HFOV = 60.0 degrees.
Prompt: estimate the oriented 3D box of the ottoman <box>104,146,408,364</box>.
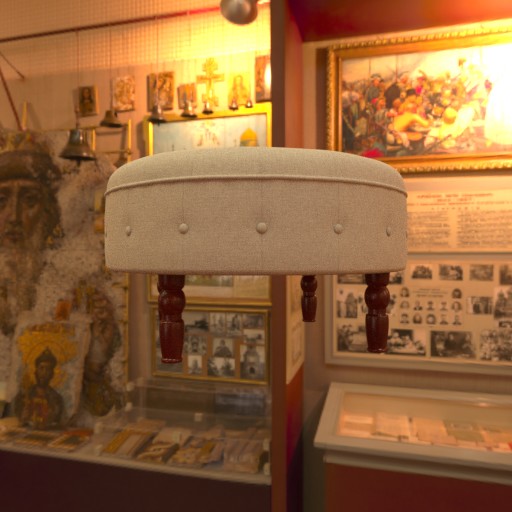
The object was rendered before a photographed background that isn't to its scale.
[{"bbox_3d":[0.000,0.000,1.311,0.849,0.478,0.849,0,0,0],"label":"ottoman"}]
